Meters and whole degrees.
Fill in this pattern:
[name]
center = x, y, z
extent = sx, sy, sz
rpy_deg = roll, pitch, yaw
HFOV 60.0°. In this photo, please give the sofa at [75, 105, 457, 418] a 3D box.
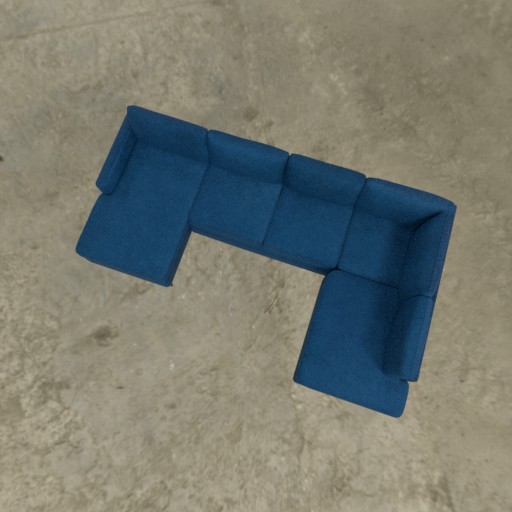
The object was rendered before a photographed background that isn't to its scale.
[sofa]
center = 0.000, 0.000, 4.347
extent = 3.434, 0.992, 2.055
rpy_deg = 18, 76, 5
